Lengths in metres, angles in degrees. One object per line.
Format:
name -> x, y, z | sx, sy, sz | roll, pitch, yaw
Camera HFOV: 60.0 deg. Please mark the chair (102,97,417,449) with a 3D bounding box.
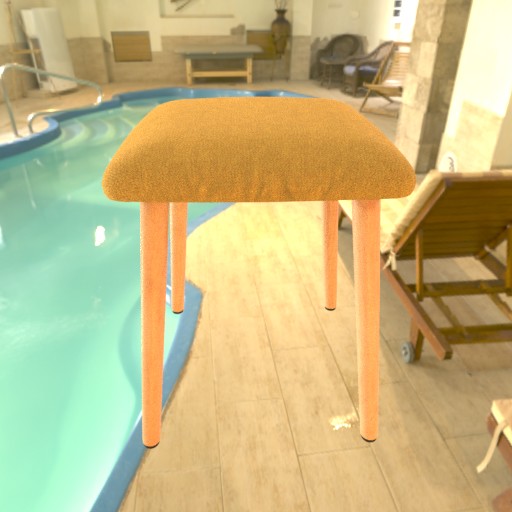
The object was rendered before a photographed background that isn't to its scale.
chair -> 0.000, 0.000, 0.686 | 0.350, 0.440, 0.350 | -1, 30, -2
